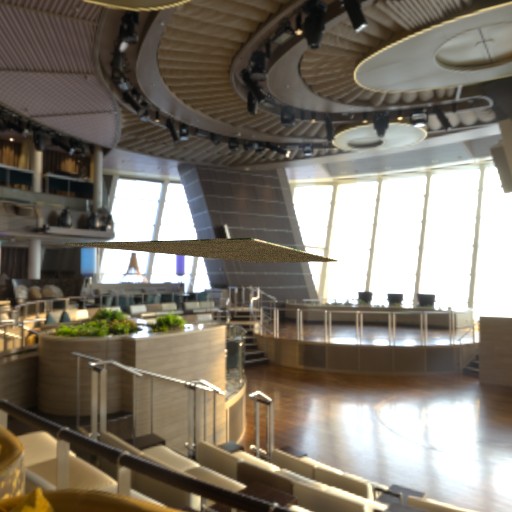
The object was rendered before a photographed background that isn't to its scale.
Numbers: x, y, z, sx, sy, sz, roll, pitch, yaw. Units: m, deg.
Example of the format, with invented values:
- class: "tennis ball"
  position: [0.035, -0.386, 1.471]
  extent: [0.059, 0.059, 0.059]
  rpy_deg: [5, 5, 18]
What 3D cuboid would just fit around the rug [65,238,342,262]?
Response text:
- class: "rug"
  position: [0.000, 0.000, 2.747]
  extent: [0.761, 0.006, 2.438]
  rpy_deg: [-1, -3, 18]
